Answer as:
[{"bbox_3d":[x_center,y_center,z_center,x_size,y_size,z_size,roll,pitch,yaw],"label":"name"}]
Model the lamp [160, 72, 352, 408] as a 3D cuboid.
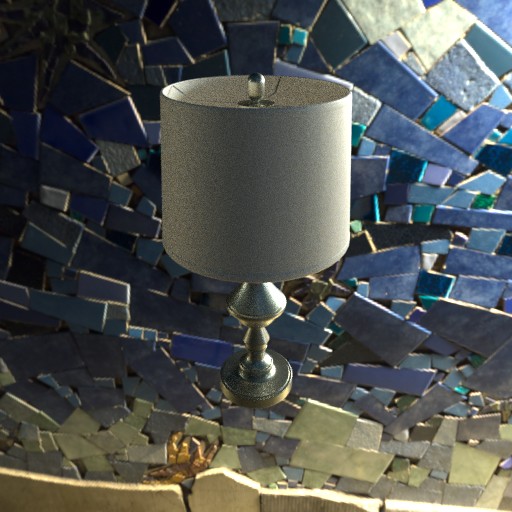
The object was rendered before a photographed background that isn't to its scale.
[{"bbox_3d":[0.000,0.000,0.951,0.383,0.733,0.383,0,30,0],"label":"lamp"}]
